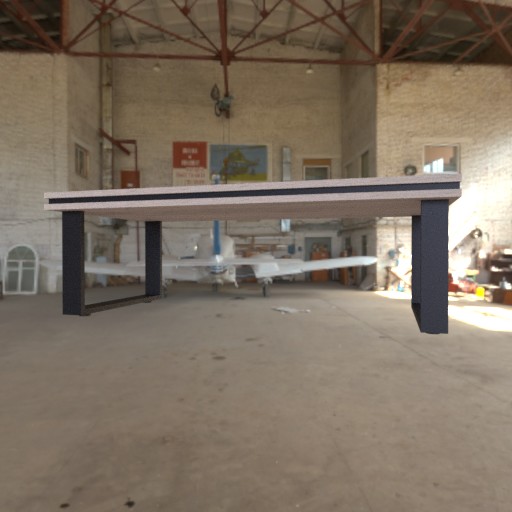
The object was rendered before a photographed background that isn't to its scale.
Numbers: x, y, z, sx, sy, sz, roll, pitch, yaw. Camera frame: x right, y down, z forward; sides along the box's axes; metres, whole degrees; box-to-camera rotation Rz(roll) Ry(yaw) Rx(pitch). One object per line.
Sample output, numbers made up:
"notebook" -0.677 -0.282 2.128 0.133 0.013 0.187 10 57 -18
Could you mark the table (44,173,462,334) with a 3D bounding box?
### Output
"table" 0.000 0.000 1.706 1.350 0.450 0.700 0 1 17
